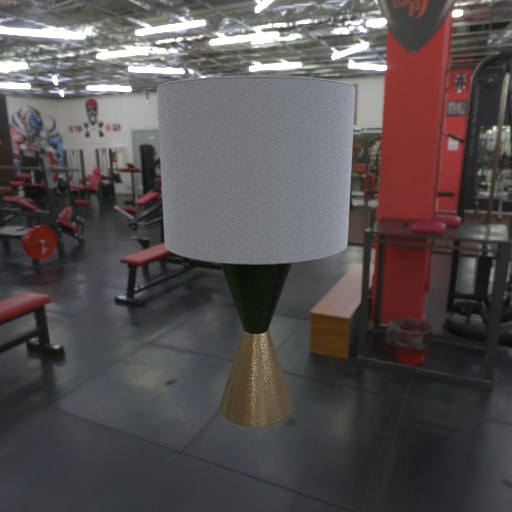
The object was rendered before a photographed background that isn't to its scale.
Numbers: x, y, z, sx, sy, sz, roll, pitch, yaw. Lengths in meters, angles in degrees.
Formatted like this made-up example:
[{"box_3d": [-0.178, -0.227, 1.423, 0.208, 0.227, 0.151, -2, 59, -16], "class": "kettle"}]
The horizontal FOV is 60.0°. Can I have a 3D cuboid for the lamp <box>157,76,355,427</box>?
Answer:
[{"box_3d": [0.000, 0.000, 0.759, 0.304, 0.573, 0.304, 7, 16, 27], "class": "lamp"}]
